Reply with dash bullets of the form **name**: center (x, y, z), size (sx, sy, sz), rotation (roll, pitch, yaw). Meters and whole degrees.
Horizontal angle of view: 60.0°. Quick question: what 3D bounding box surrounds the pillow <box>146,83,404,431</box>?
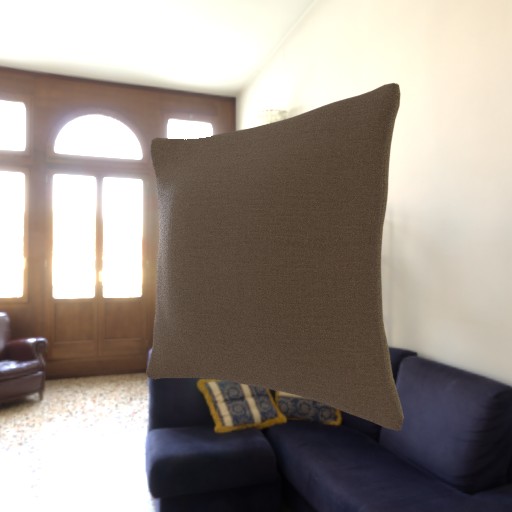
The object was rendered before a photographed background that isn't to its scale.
- **pillow**: center (0.000, 0.000, 0.656), size (0.435, 0.416, 0.189), rotation (-1, -2, 35)
